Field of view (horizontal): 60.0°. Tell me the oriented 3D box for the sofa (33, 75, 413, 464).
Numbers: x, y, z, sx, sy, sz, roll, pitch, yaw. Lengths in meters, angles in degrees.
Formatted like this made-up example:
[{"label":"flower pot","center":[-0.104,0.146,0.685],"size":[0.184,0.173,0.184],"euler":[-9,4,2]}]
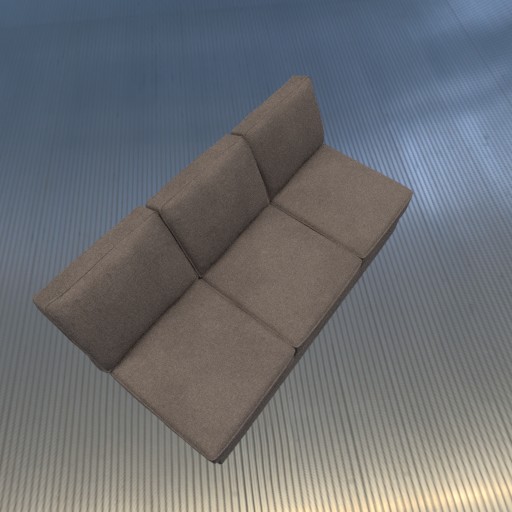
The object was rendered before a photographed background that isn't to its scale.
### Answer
[{"label":"sofa","center":[0.000,0.000,2.498],"size":[1.027,0.973,1.962],"euler":[33,64,19]}]
